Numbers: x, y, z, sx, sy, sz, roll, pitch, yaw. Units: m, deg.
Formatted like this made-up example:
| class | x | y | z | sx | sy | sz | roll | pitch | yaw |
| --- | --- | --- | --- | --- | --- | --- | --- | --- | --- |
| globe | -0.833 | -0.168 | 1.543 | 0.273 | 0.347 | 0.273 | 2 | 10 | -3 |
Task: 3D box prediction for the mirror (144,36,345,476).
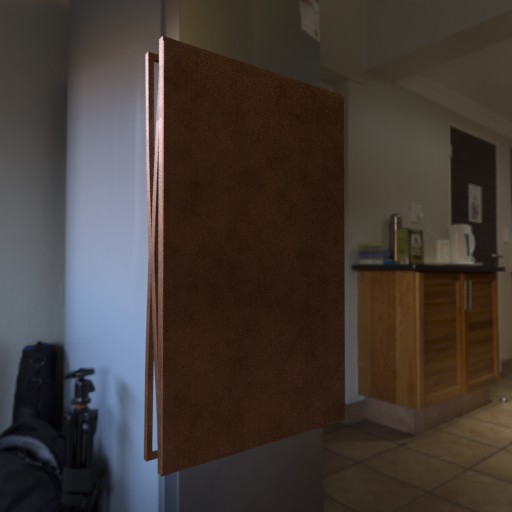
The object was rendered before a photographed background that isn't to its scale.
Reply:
| class | x | y | z | sx | sy | sz | roll | pitch | yaw |
| --- | --- | --- | --- | --- | --- | --- | --- | --- | --- |
| mirror | 0.000 | 0.000 | 0.942 | 0.468 | 0.768 | 0.082 | 1 | -1 | -37 |
